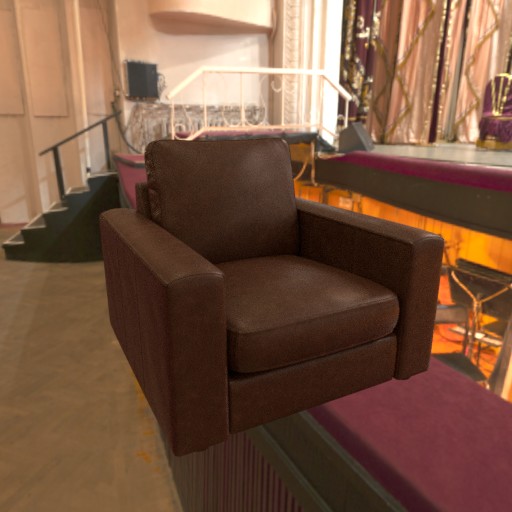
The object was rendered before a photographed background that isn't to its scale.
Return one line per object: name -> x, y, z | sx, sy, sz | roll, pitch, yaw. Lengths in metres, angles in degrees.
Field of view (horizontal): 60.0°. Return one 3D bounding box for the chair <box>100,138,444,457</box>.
chair -> 0.000, 0.000, 1.735 | 1.005, 0.873, 1.016 | -9, 19, -26
